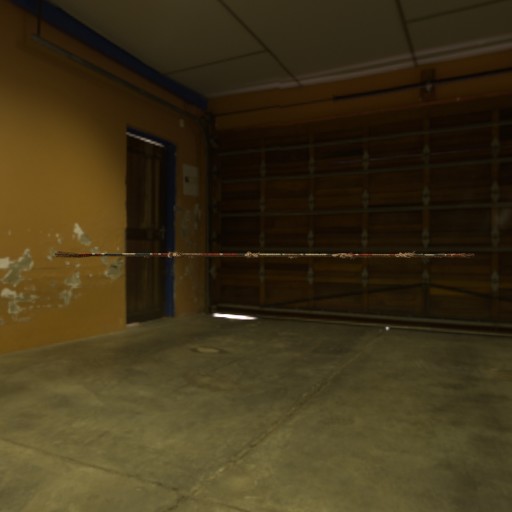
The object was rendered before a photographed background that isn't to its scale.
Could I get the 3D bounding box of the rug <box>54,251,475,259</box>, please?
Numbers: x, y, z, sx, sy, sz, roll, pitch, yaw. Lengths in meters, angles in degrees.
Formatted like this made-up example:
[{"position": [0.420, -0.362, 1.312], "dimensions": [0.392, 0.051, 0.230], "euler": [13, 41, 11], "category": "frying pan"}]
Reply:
[{"position": [0.000, 0.000, 3.106], "dimensions": [2.450, 0.048, 1.778], "euler": [0, 0, -18], "category": "rug"}]
